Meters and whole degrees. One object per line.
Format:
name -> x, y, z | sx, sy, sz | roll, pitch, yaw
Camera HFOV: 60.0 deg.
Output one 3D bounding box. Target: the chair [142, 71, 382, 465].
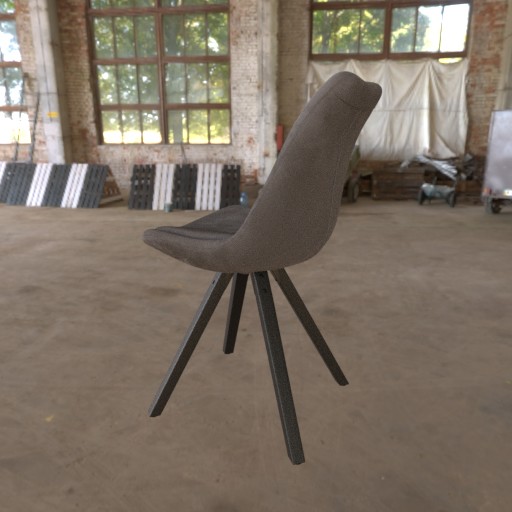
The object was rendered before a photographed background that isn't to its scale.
chair -> 0.000, 0.000, 1.165 | 0.550, 0.850, 0.476 | 8, 17, 26
